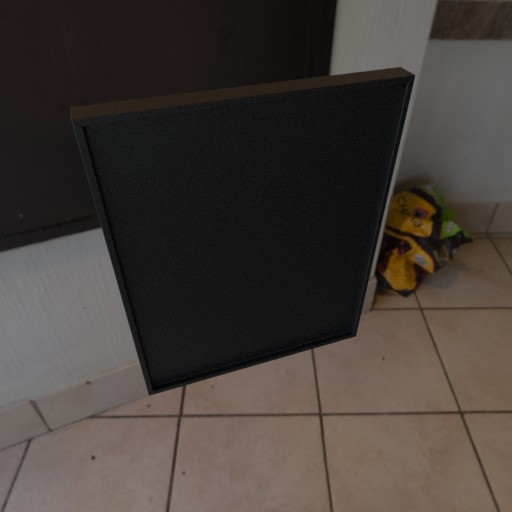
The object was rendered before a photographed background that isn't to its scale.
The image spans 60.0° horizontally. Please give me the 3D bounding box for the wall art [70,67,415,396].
[{"bbox_3d":[0.000,0.000,0.744,0.449,0.555,0.039,-13,42,-14],"label":"wall art"}]
